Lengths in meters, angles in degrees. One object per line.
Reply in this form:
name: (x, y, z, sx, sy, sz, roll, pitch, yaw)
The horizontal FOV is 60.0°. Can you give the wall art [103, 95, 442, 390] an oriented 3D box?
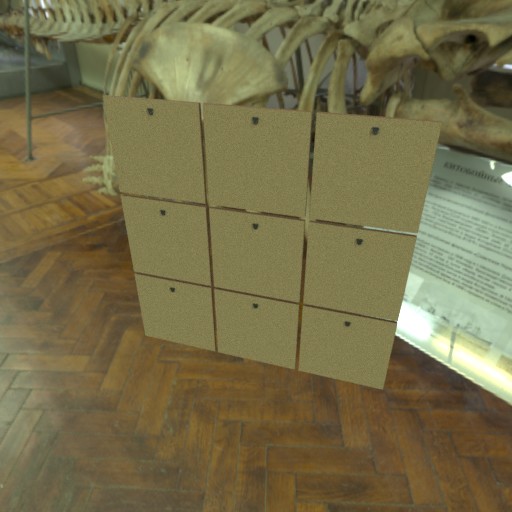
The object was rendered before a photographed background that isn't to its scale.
wall art: (0.000, 0.000, 1.865, 1.221, 1.218, 0.024, 9, 33, 15)
